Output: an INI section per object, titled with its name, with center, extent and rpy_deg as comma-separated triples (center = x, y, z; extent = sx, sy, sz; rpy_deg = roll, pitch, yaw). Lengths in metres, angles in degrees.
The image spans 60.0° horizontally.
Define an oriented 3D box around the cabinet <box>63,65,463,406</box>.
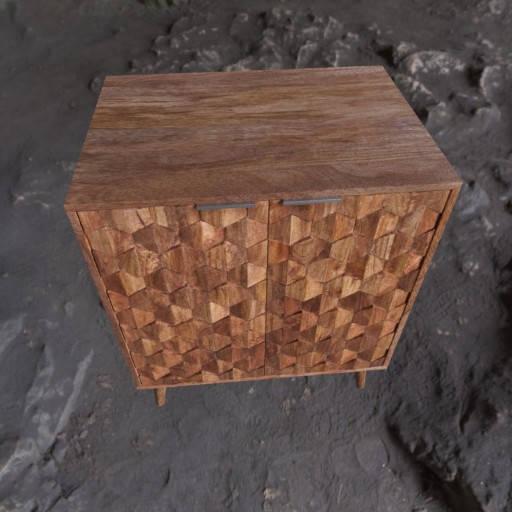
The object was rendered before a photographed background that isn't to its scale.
[cabinet]
center = 0.000, 0.000, 1.143
extent = 0.647, 0.758, 0.473
rpy_deg = -4, 46, -4
